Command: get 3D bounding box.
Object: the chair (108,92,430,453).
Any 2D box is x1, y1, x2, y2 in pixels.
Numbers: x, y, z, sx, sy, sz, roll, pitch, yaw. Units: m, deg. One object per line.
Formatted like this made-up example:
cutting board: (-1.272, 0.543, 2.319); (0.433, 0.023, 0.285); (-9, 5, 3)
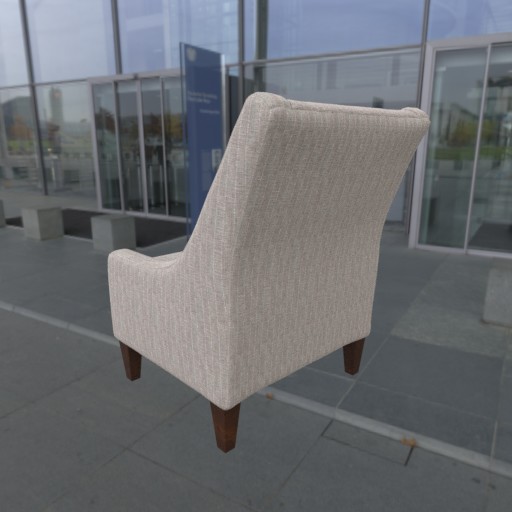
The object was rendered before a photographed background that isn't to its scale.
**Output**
chair: (0.000, 0.000, 1.602); (0.774, 1.014, 0.870); (-13, 20, -42)
